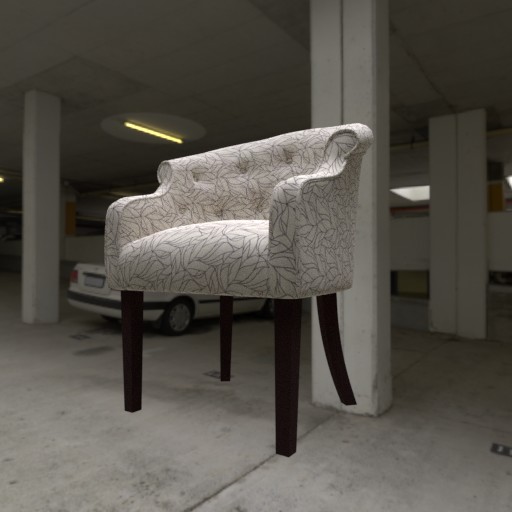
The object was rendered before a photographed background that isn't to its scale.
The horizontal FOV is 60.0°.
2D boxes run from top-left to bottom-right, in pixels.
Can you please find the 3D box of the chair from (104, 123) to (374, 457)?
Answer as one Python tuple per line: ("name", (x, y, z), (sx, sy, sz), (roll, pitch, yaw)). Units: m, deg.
("chair", (0.000, 0.000, 1.299), (0.686, 0.858, 0.613), (-1, -1, 34))
